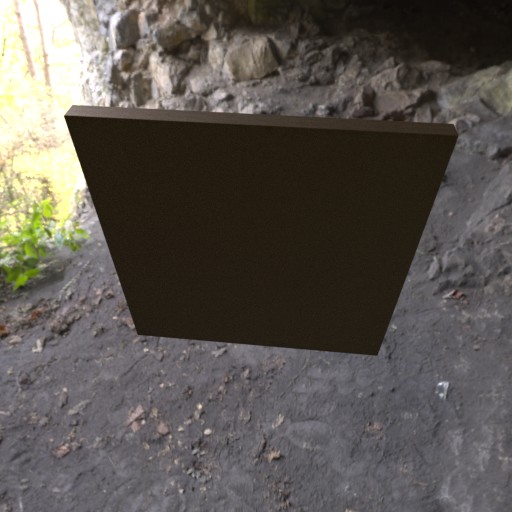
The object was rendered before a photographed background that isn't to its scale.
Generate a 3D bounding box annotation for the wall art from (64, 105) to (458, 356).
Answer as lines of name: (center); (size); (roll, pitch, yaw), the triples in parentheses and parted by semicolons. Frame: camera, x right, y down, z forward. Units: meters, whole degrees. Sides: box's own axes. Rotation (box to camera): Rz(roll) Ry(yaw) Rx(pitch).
wall art: (0.000, 0.000, 0.753); (0.503, 0.506, 0.030); (4, 46, 4)
